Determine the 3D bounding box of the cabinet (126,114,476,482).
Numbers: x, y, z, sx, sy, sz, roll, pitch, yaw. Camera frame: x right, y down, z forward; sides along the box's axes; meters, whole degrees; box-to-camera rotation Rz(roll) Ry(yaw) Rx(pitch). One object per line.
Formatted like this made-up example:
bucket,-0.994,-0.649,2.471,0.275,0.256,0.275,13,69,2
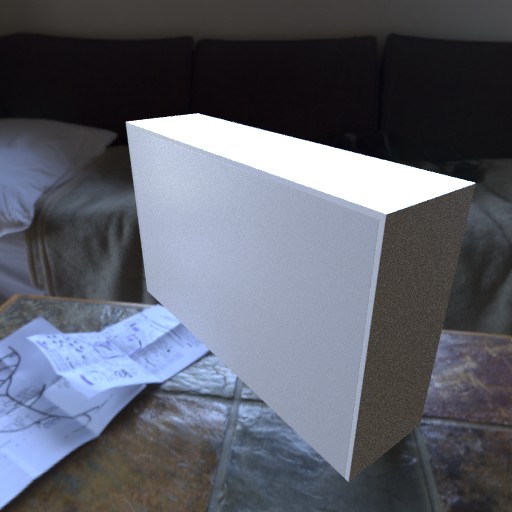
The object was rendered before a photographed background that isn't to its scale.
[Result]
cabinet,0.000,0.000,1.803,0.380,0.900,1.450,-19,32,-33
